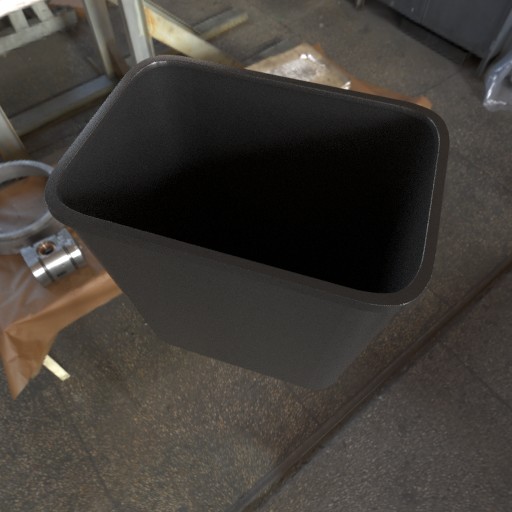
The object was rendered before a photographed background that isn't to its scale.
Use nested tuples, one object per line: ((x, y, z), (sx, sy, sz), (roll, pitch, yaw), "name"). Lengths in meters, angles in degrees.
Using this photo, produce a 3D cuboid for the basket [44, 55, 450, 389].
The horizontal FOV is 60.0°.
((0.000, 0.000, 0.490), (0.300, 0.307, 0.211), (15, 59, 9), "basket")
